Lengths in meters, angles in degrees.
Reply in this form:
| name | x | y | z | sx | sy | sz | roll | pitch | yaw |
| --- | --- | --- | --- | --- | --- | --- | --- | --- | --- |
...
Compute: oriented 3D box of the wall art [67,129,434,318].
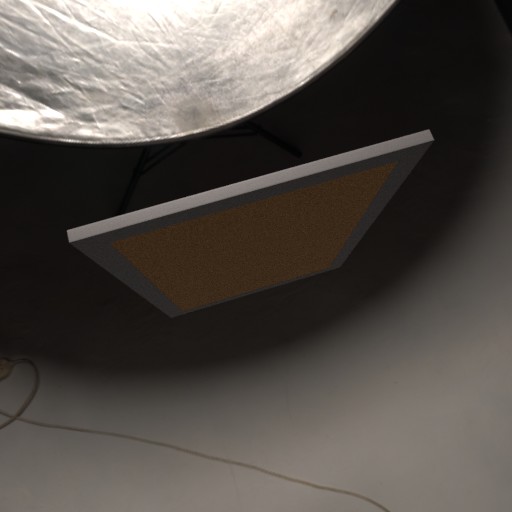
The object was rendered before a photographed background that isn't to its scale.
| name | x | y | z | sx | sy | sz | roll | pitch | yaw |
| --- | --- | --- | --- | --- | --- | --- | --- | --- | --- |
| wall art | 0.000 | 0.000 | 0.699 | 0.380 | 0.534 | 0.013 | -16 | 75 | -5 |
